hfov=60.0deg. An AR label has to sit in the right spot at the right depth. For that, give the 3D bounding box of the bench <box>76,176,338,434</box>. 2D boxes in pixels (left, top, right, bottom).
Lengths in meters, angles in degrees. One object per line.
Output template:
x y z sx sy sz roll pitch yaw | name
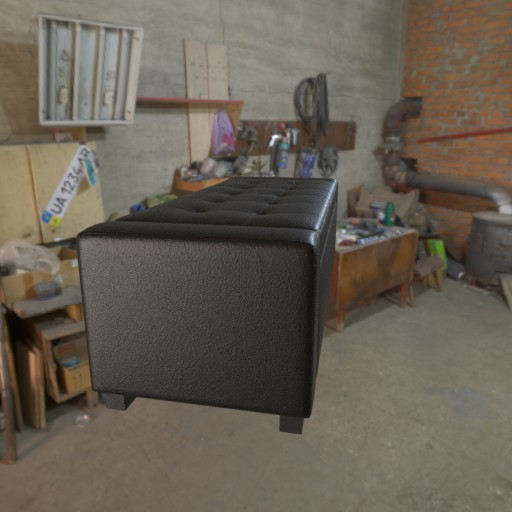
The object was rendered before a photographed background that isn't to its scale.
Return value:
0.000 0.000 1.528 0.508 0.445 1.296 3 15 11 | bench
